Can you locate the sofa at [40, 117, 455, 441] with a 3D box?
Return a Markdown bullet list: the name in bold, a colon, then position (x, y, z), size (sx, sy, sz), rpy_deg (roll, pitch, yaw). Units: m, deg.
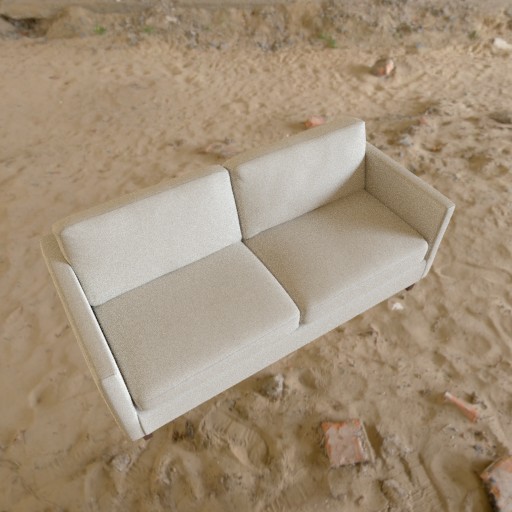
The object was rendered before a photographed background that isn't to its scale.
- **sofa**: position (0.000, 0.000, 2.453), size (1.981, 0.889, 0.965), rpy_deg (-24, 52, -21)
